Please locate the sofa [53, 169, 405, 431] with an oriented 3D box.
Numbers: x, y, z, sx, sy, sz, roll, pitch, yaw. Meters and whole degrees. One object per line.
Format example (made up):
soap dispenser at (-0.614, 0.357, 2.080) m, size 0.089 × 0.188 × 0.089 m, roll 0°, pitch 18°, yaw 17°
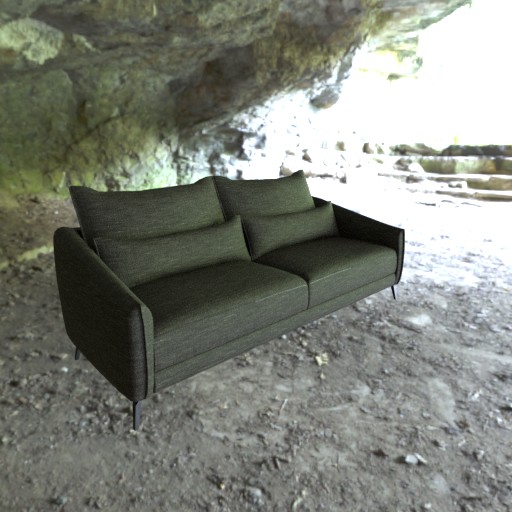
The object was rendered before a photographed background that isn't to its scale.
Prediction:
sofa at (0.000, 0.000, 2.464) m, size 2.019 × 0.843 × 0.807 m, roll -14°, pitch 20°, yaw -43°
